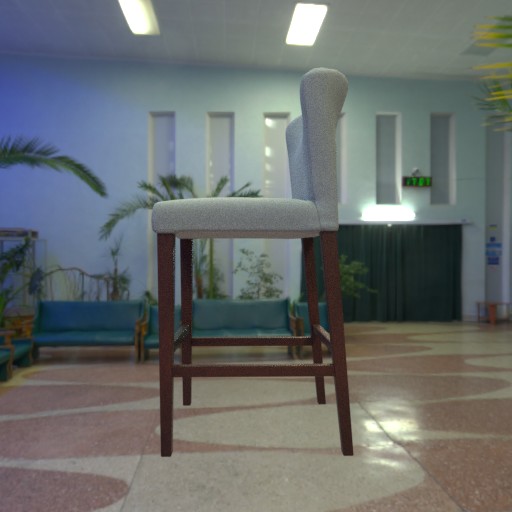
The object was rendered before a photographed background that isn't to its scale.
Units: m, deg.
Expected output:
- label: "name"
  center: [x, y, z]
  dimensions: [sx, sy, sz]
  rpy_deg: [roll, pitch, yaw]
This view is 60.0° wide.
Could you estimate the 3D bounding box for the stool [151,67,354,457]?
- label: "stool"
  center: [0.000, 0.000, 1.399]
  dimensions: [0.568, 1.069, 0.479]
  rpy_deg: [0, 0, -1]
